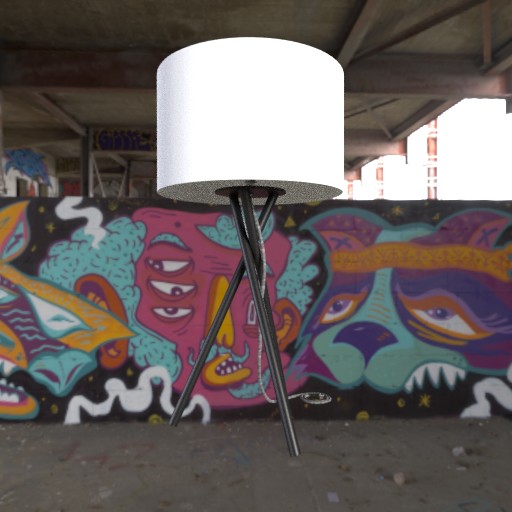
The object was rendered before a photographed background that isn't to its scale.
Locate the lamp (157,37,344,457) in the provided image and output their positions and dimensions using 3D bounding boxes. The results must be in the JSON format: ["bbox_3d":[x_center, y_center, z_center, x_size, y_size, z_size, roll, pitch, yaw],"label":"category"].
[{"bbox_3d":[0.000,0.000,0.892,0.353,0.674,0.422,0,0,18],"label":"lamp"}]
